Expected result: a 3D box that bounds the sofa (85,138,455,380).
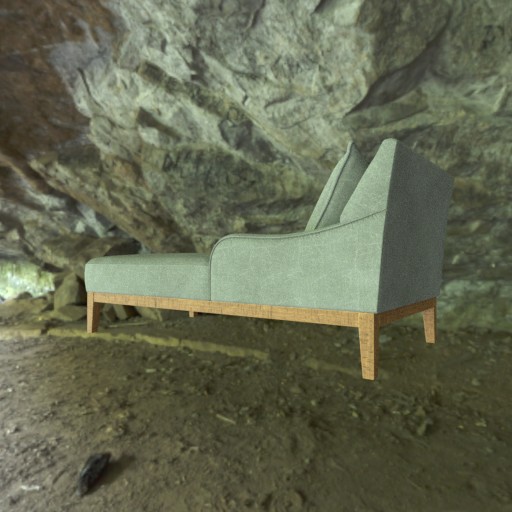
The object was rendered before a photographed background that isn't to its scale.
[{"bbox_3d":[0.000,0.000,2.339,1.779,0.859,0.894,0,0,36],"label":"sofa"}]
